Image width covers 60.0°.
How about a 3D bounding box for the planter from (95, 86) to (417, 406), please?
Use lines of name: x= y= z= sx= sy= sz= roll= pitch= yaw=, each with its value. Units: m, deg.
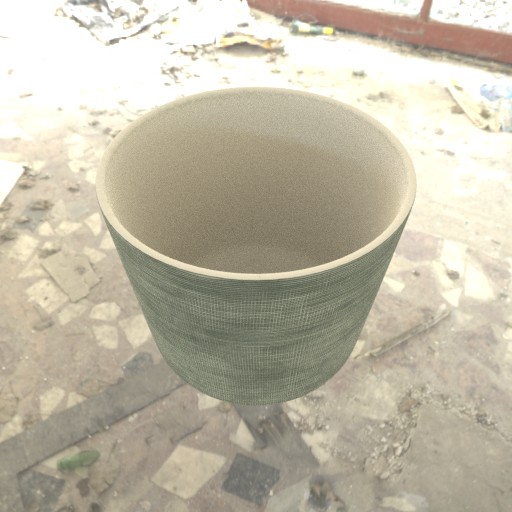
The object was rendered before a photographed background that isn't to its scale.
planter: x=0.000 y=0.000 z=0.769 sx=0.440 sy=0.398 sz=0.440 roll=0 pitch=47 yaw=0
